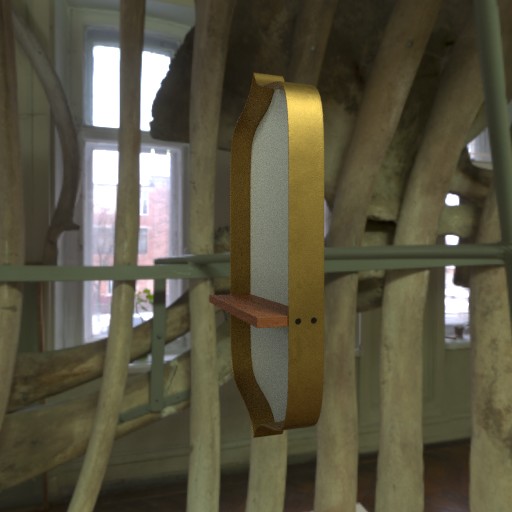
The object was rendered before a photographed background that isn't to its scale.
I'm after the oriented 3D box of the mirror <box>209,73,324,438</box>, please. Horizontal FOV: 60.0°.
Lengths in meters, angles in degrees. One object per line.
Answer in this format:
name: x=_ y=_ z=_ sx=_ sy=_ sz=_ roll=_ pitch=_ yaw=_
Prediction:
mirror: x=0.000 y=0.000 z=0.745 sx=0.096 sy=0.613 sz=0.323 roll=0 pitch=1 yaw=-17
